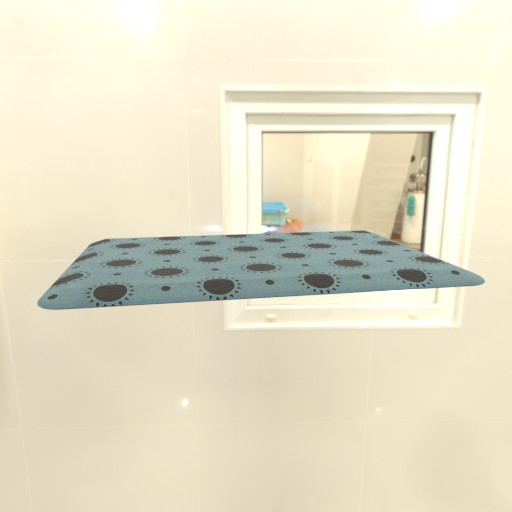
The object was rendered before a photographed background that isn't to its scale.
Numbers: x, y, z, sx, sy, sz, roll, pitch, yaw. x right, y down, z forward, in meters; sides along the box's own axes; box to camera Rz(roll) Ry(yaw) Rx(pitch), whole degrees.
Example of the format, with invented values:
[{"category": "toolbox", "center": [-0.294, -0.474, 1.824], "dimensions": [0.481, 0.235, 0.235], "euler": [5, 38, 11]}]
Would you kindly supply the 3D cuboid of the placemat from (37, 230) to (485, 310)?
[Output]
[{"category": "placemat", "center": [0.000, 0.000, 0.955], "dimensions": [0.762, 0.021, 0.508], "euler": [-2, 13, -10]}]
